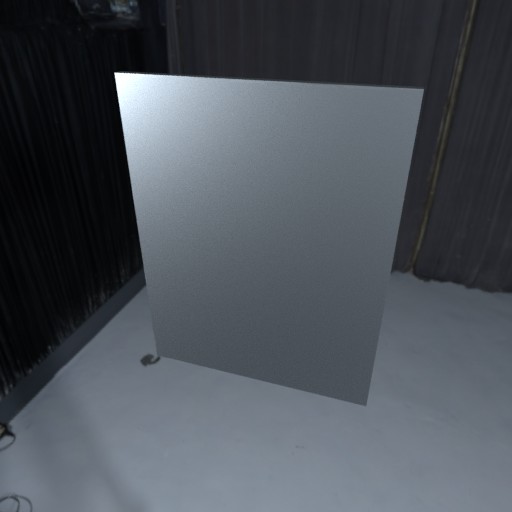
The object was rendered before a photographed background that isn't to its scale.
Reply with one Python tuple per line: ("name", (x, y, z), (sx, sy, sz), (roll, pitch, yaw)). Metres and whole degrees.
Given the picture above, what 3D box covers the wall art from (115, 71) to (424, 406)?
("wall art", (0.000, 0.000, 1.397), (0.816, 1.046, 0.030), (9, 32, 16))
